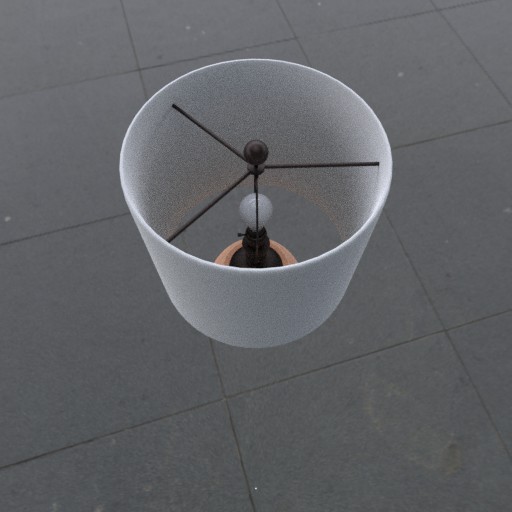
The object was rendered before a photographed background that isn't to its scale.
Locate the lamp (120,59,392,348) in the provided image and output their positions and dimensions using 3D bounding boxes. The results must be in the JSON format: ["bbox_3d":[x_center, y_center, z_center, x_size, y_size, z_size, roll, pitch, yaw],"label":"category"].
[{"bbox_3d":[0.000,0.000,0.776,0.329,0.570,0.329,0,62,0],"label":"lamp"}]
